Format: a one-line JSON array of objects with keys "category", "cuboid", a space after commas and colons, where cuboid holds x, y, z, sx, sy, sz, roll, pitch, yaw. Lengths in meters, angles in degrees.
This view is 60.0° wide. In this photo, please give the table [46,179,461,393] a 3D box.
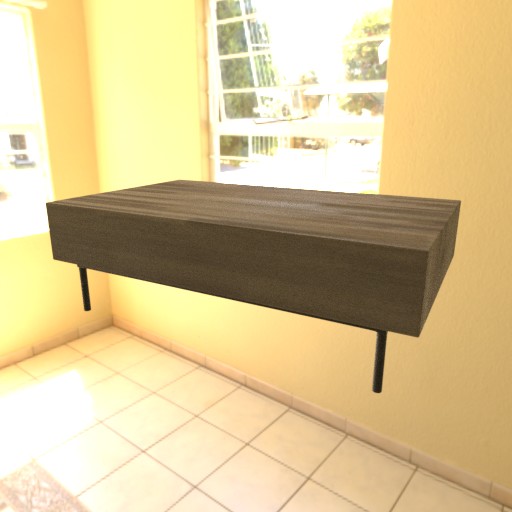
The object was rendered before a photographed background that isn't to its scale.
[{"category": "table", "cuboid": [0.000, 0.000, 1.394, 1.088, 0.347, 0.643, 9, 19, 27]}]
